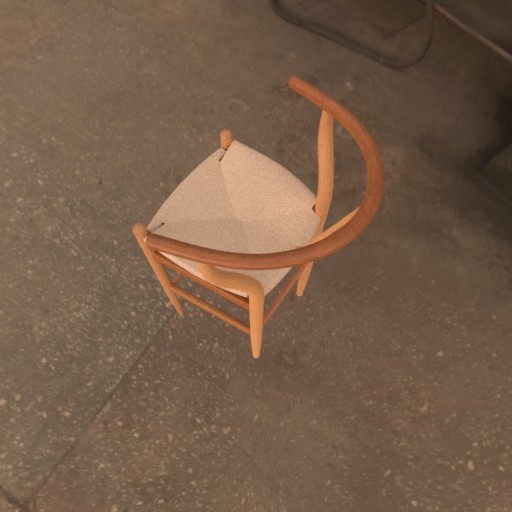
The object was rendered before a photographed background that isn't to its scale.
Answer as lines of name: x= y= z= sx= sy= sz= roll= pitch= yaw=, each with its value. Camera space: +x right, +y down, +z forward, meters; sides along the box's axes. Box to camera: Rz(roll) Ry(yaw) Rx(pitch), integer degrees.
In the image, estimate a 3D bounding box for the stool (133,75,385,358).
stool: x=0.000 y=0.000 z=1.416 sx=0.561 sy=1.068 sz=0.574 roll=33 pitch=69 yaw=14
